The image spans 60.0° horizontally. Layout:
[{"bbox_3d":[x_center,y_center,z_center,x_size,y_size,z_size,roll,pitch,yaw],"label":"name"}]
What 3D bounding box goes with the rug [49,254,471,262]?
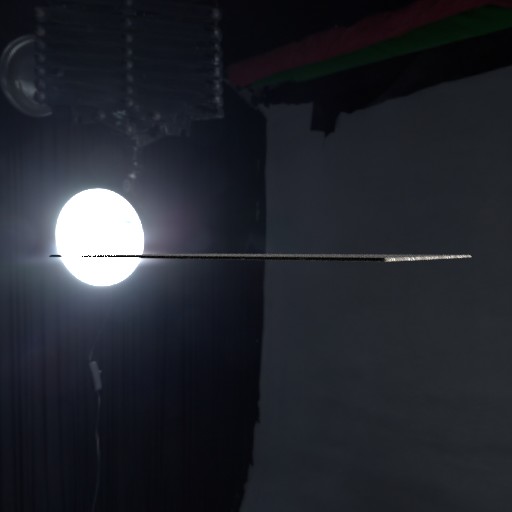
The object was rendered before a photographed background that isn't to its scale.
[{"bbox_3d":[0.000,0.000,2.315,1.836,0.012,1.239,0,1,36],"label":"rug"}]
